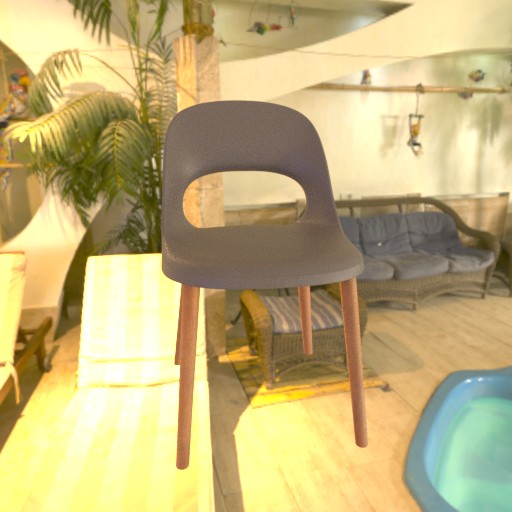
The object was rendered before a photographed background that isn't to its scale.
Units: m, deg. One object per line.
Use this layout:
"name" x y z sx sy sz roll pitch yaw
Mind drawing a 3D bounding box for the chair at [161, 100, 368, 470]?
"chair" 0.000 0.000 1.133 0.470 0.795 0.556 -3 15 -10
